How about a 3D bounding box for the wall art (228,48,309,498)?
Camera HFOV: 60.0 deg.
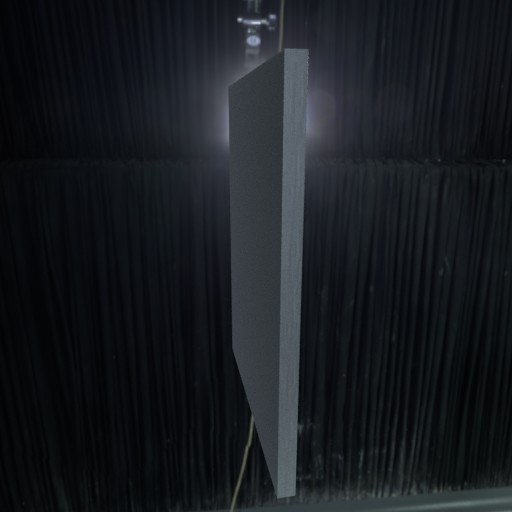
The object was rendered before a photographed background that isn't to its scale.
[{"bbox_3d":[0.000,0.000,0.745,0.025,0.569,0.444,-3,16,-10],"label":"wall art"}]
